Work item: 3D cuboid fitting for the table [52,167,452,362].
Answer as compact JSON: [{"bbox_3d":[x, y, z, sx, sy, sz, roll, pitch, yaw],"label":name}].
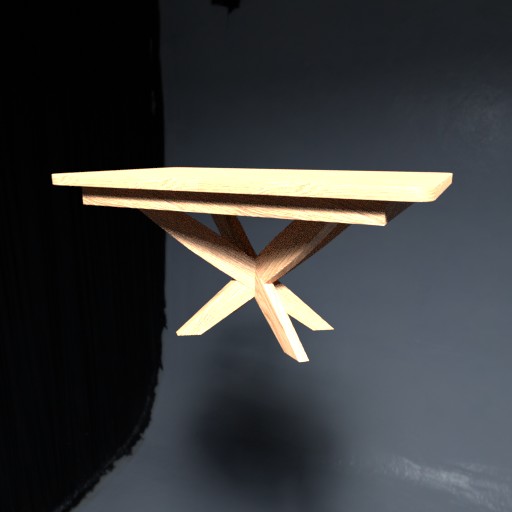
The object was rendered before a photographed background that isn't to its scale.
[{"bbox_3d":[0.000,0.000,2.106,1.600,0.770,0.950,7,15,26],"label":"table"}]
